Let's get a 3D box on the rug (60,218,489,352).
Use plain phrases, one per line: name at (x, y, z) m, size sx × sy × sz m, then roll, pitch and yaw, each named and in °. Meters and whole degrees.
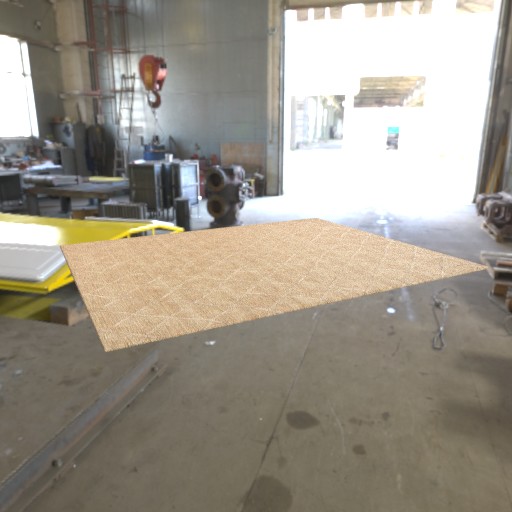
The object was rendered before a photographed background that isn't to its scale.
rug at (0.000, 0.000, 3.972) m, size 3.039 × 0.019 × 2.420 m, roll -8°, pitch 18°, yaw -27°
